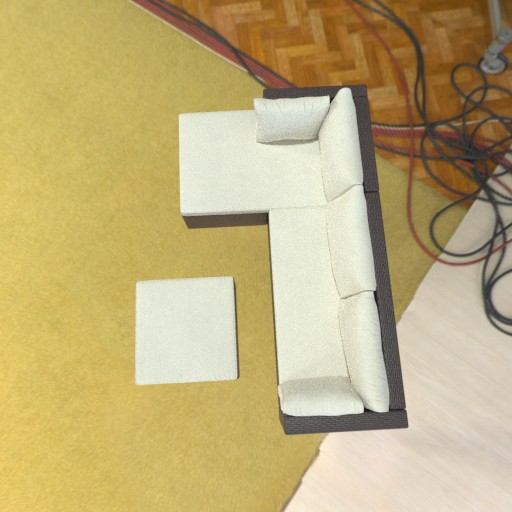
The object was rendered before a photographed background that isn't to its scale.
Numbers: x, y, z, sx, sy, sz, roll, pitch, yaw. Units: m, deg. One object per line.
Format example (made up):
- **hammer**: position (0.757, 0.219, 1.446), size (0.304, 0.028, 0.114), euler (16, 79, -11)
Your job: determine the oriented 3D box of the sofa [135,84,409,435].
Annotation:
- **sofa**: position (0.000, 0.000, 2.966), size (1.612, 0.766, 2.192), euler (-3, 77, -1)
